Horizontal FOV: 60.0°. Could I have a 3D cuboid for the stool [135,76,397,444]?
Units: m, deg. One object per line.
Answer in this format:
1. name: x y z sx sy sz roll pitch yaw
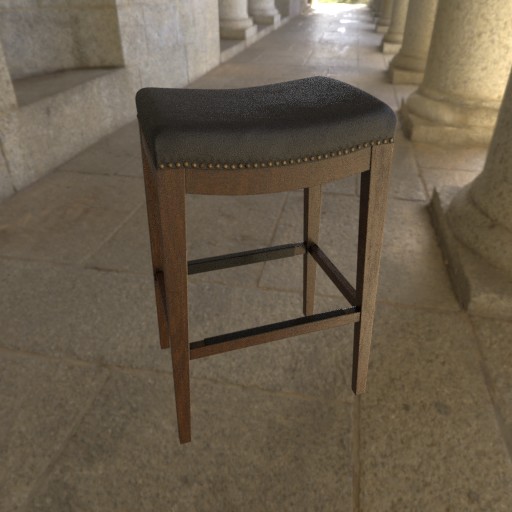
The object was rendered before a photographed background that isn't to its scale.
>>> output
1. stool: 0.000 0.000 1.072 0.500 0.765 0.361 -10 34 -15
